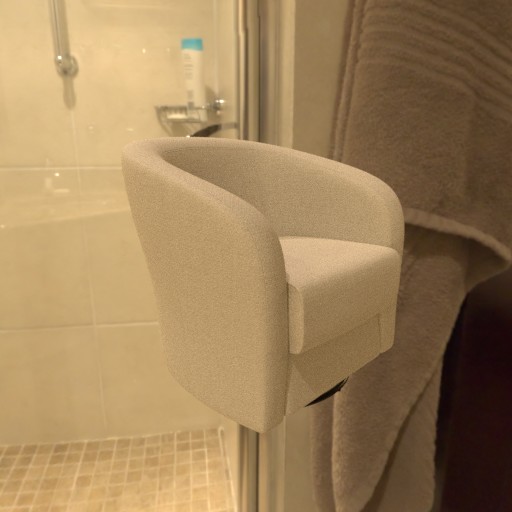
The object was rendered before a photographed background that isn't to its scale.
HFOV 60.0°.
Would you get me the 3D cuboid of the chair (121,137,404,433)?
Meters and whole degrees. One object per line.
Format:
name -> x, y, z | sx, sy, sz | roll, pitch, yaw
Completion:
chair -> 0.000, 0.000, 1.484 | 0.815, 0.771, 0.791 | 14, 20, 42
